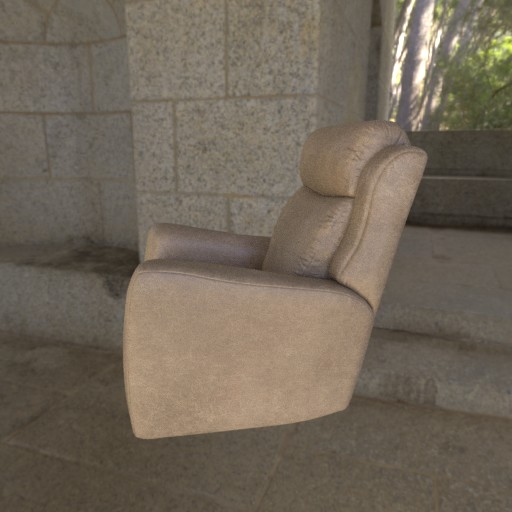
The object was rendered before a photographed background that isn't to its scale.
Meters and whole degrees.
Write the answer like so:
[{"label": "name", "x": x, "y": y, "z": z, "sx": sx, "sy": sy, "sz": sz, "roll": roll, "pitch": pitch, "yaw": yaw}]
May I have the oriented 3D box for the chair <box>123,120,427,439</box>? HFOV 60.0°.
[{"label": "chair", "x": 0.000, "y": 0.000, "z": 1.934, "sx": 1.068, "sy": 1.116, "sz": 0.967, "roll": -2, "pitch": 14, "yaw": -9}]
